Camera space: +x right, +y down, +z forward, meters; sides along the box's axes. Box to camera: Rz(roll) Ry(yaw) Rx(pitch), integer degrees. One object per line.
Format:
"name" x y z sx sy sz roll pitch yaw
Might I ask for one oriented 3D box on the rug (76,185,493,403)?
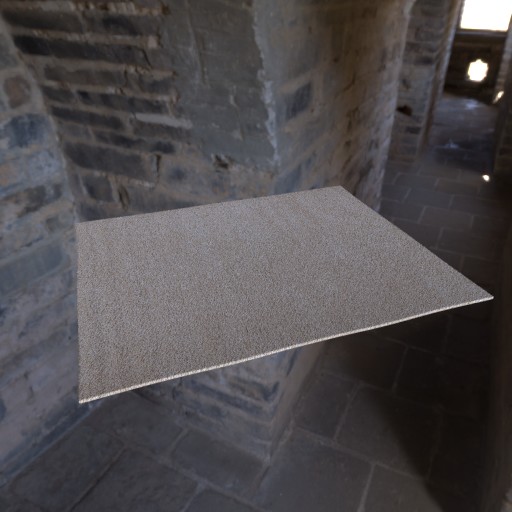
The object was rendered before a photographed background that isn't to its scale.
"rug" 0.000 0.000 3.931 3.000 0.026 2.400 -10 32 -17
